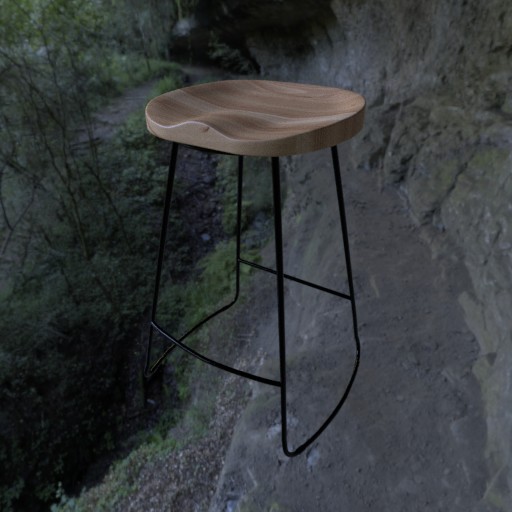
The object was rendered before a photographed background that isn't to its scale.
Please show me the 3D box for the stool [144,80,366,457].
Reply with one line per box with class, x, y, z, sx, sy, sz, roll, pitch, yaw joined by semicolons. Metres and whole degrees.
stool;0.000;0.000;0.985;0.480;0.679;0.401;18;35;28
